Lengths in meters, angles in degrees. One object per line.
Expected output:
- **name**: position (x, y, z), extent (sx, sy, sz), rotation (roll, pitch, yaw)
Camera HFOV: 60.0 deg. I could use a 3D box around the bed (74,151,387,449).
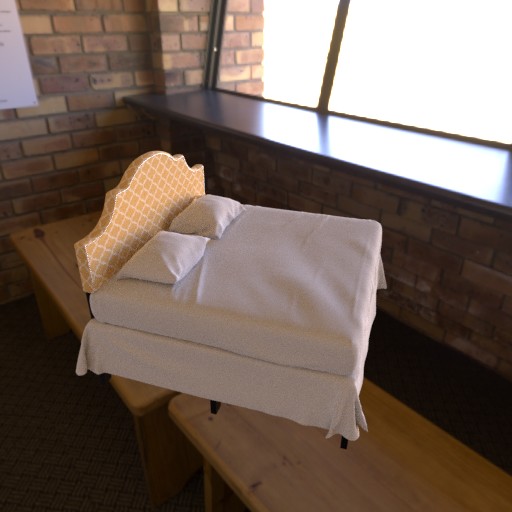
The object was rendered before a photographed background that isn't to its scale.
- **bed**: position (0.000, 0.000, 3.783), extent (2.222, 1.601, 2.314), rotation (9, 30, 16)
